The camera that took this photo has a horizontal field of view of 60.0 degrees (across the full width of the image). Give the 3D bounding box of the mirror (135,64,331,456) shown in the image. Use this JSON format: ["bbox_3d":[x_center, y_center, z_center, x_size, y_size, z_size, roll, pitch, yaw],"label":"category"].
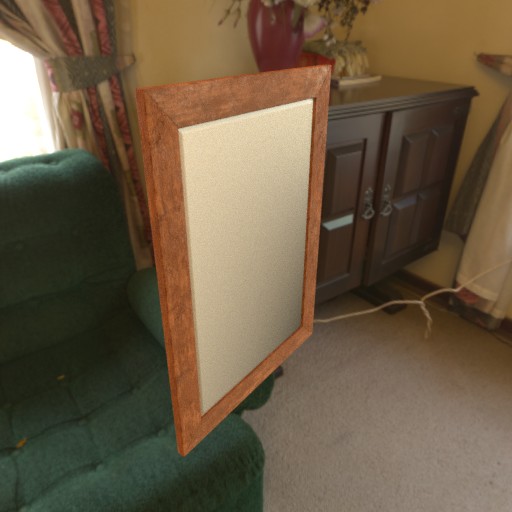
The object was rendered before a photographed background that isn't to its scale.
[{"bbox_3d":[0.000,0.000,1.439,0.028,1.099,0.796,19,33,32],"label":"mirror"}]
